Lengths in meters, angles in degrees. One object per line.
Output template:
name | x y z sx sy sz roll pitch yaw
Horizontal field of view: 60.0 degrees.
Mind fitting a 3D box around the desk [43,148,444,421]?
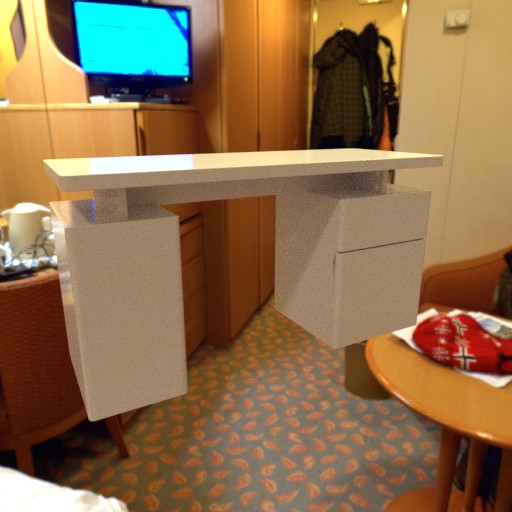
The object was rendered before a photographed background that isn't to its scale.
desk | 0.000 0.000 1.751 1.400 0.762 0.550 -9 19 -27
